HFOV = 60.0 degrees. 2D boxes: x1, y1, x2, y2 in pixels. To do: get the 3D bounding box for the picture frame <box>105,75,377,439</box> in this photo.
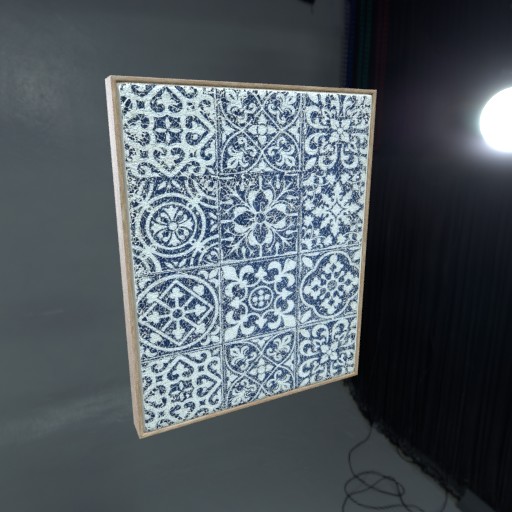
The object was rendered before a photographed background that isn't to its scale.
[{"bbox_3d":[0.000,0.000,0.728,0.424,0.526,0.043,-8,17,-26],"label":"picture frame"}]
